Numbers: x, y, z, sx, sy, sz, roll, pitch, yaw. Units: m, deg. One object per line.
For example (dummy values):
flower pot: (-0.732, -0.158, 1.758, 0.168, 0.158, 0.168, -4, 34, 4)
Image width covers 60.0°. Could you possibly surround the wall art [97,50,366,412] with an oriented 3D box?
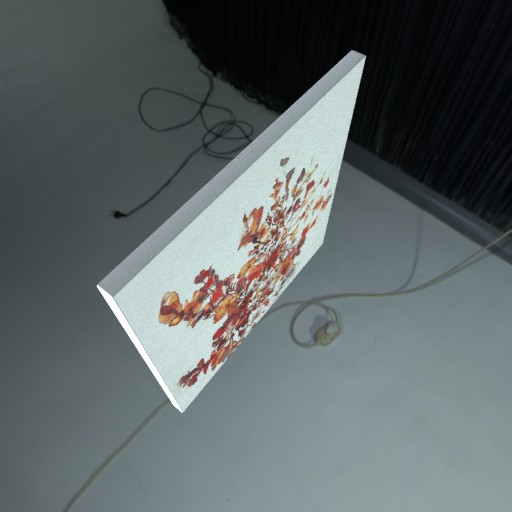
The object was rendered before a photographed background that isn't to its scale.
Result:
wall art: (0.000, 0.000, 1.538, 0.049, 1.009, 1.009, 33, 64, 19)
